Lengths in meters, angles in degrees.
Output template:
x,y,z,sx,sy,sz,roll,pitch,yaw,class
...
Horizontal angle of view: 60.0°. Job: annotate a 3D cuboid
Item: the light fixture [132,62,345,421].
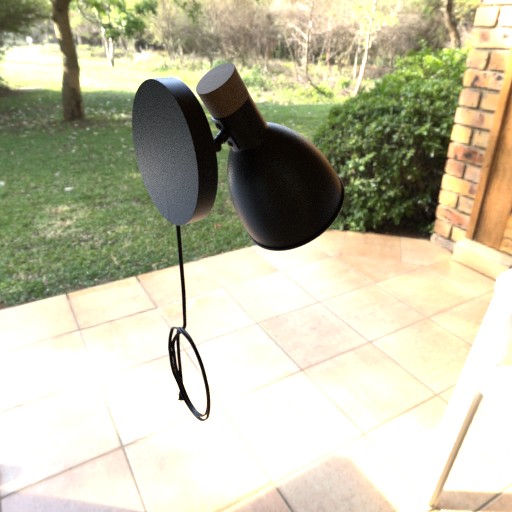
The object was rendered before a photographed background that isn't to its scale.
x,y,z,sx,sy,sz,roll,pitch,yaw,class
0.000,0.000,0.498,0.203,0.401,0.127,-19,33,-31,light fixture
